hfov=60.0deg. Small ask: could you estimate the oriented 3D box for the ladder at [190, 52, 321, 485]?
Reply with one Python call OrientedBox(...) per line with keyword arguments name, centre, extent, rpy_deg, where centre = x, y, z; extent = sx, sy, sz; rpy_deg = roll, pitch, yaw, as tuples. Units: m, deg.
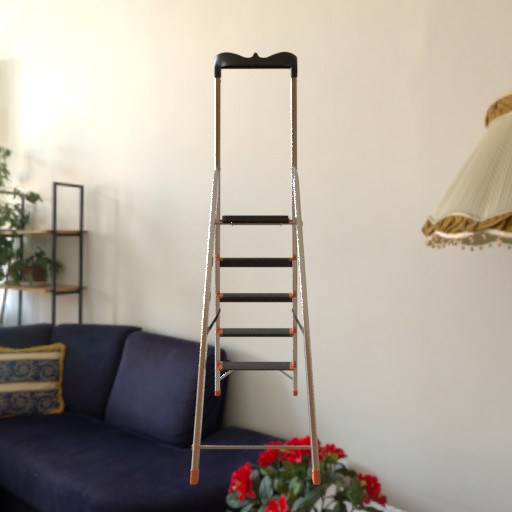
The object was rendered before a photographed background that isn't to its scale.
OrientedBox(name="ladder", centre=(0.000, 0.000, 2.094), extent=(0.480, 1.646, 0.995), rpy_deg=(0, 1, 0))
